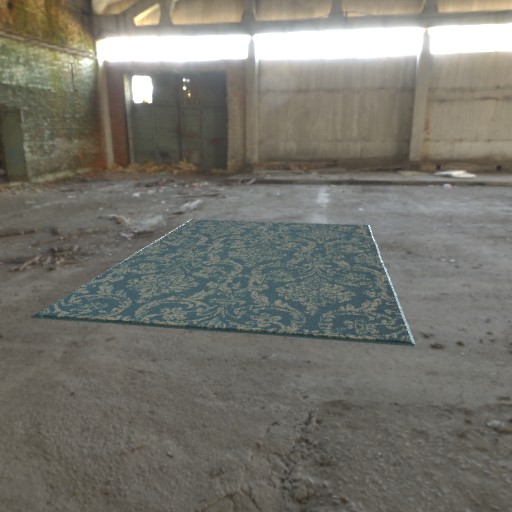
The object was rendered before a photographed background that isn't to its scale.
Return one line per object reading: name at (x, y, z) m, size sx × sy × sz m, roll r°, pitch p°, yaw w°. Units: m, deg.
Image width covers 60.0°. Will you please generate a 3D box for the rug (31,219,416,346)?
rug at (0.000, 0.000, 2.785) m, size 1.554 × 0.012 × 2.205 m, roll 3°, pitch 16°, yaw 9°
